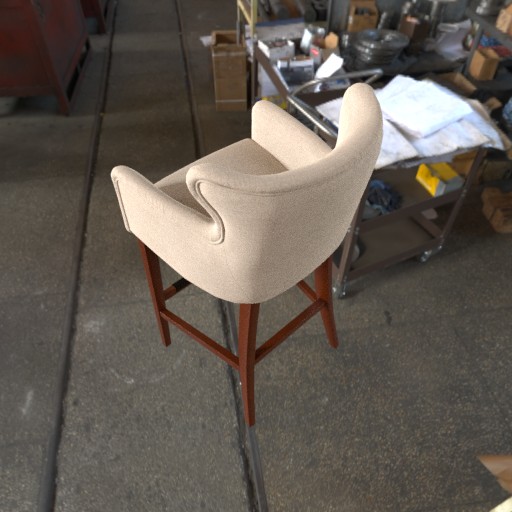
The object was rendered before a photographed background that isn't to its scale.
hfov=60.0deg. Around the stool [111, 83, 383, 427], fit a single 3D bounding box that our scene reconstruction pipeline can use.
[{"bbox_3d":[0.000,0.000,1.389,0.556,1.034,0.563,-34,55,-28],"label":"stool"}]
